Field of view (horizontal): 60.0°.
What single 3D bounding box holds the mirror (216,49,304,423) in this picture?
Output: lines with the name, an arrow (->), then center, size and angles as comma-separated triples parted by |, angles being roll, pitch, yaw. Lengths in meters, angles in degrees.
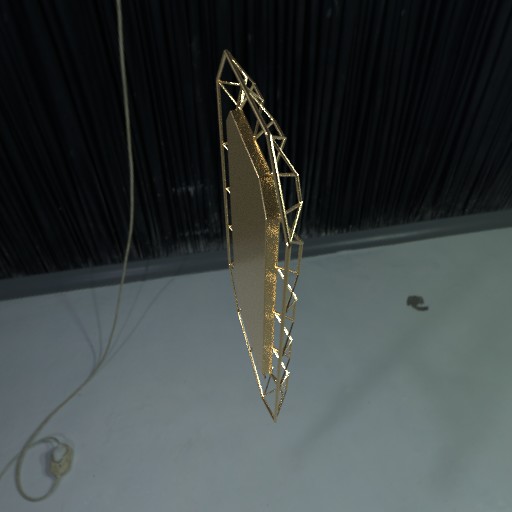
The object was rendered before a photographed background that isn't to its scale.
mirror -> 0.000, 0.000, 1.087 | 0.051, 0.870, 0.572 | -10, 47, -10
